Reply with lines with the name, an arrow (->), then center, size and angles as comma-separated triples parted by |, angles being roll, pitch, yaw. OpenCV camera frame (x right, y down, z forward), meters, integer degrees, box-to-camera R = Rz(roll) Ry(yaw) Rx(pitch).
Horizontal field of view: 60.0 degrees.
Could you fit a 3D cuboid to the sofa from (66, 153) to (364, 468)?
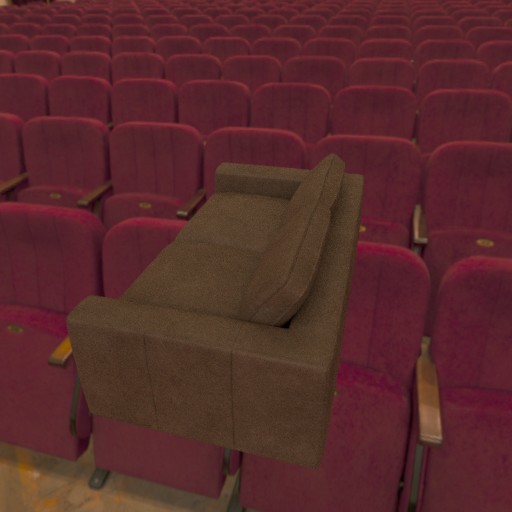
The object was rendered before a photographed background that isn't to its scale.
sofa -> 0.000, 0.000, 2.473 | 1.070, 0.800, 1.920 | 8, 32, 13
